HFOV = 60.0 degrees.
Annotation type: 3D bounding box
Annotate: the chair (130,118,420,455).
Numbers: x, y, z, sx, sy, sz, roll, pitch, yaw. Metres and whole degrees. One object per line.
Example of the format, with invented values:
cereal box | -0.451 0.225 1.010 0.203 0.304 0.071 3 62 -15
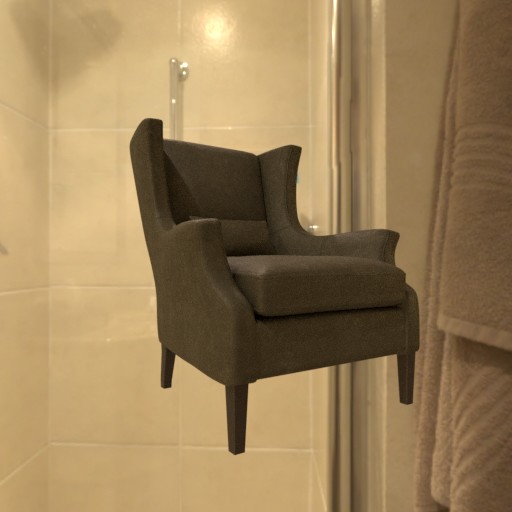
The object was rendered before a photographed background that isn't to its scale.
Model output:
chair | 0.000 0.000 1.680 0.853 1.016 0.926 0 -1 -34
